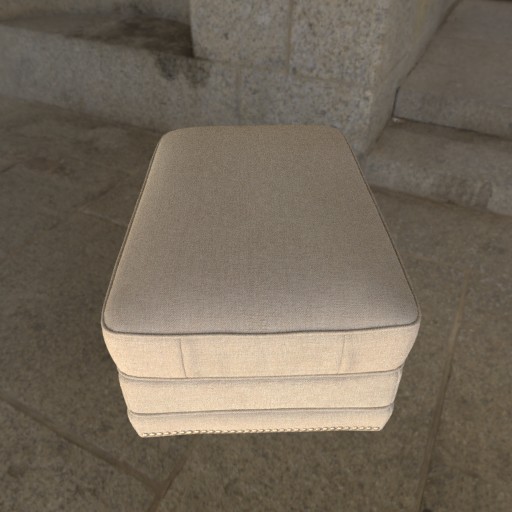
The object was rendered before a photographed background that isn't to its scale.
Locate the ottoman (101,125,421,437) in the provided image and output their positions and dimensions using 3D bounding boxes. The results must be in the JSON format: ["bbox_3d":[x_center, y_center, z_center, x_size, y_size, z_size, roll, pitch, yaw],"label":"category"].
[{"bbox_3d":[0.000,0.000,1.131,0.559,0.458,0.813,-1,40,-1],"label":"ottoman"}]
